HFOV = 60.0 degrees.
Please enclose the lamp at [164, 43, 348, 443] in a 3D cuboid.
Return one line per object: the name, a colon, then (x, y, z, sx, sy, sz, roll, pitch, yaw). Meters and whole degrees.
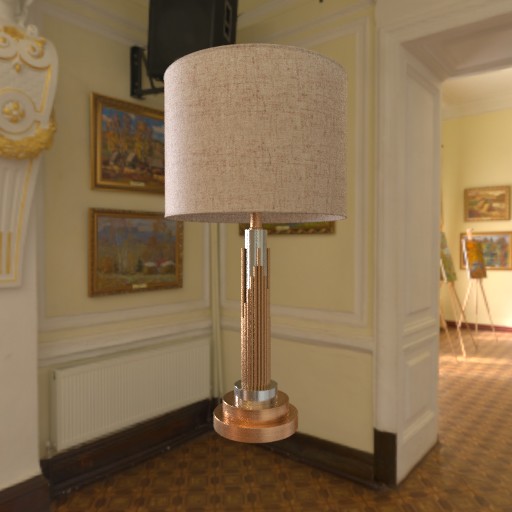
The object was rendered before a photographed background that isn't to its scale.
lamp: (0.000, 0.000, 0.796, 0.321, 0.610, 0.321, -1, 2, -37)
